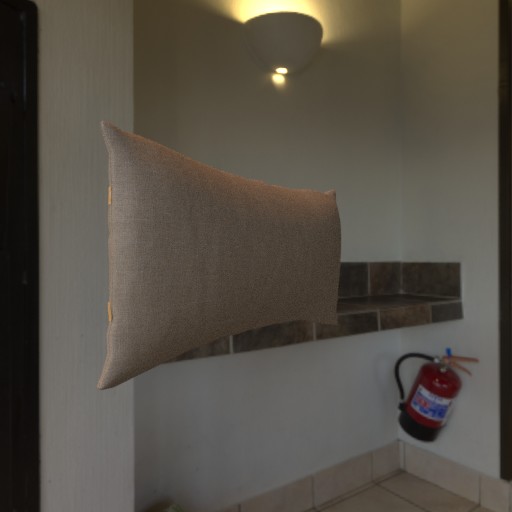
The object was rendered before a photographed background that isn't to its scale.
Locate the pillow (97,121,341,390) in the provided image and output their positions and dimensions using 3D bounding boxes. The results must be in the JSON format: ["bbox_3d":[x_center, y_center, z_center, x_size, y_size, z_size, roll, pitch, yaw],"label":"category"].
[{"bbox_3d":[0.000,0.000,0.750,0.148,0.308,0.612,0,0,36],"label":"pillow"}]
